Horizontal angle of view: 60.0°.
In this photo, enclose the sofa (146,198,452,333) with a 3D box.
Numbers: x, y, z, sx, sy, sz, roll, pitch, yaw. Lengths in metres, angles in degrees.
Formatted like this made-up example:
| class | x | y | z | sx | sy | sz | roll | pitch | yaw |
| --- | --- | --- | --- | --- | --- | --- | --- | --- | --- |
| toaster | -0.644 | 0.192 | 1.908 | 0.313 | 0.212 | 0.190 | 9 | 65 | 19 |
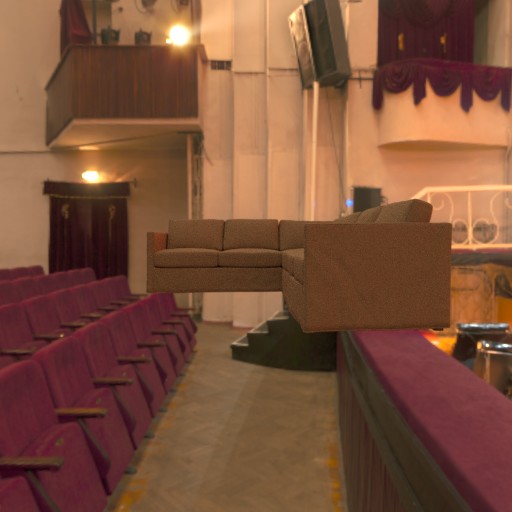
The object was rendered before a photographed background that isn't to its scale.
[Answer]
| class | x | y | z | sx | sy | sz | roll | pitch | yaw |
| --- | --- | --- | --- | --- | --- | --- | --- | --- | --- |
| sofa | 0.000 | 0.000 | 4.327 | 2.432 | 0.871 | 3.182 | 0 | 2 | 0 |
